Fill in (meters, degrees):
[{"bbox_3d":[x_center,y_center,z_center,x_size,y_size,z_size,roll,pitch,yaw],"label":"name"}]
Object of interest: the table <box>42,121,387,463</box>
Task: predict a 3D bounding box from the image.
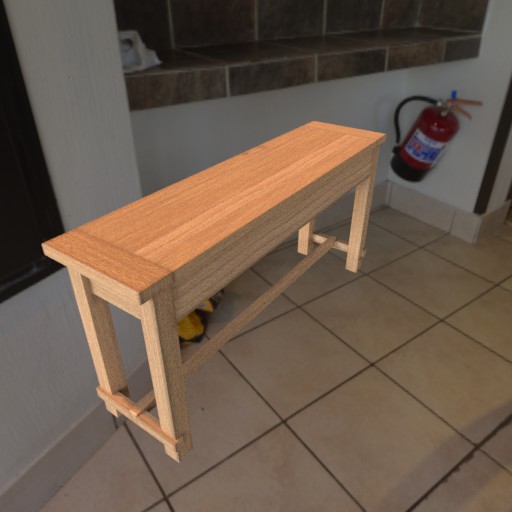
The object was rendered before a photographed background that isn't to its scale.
[{"bbox_3d":[0.000,0.000,1.936,0.442,0.762,1.599,21,38,30],"label":"table"}]
